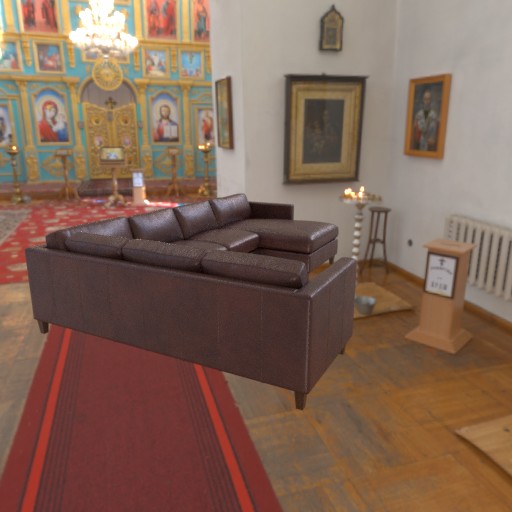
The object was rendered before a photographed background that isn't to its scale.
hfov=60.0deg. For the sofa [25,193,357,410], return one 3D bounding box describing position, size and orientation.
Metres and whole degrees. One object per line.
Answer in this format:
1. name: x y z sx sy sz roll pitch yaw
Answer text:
1. sofa: 0.000 0.000 4.476 2.452 0.891 3.324 8 16 27
